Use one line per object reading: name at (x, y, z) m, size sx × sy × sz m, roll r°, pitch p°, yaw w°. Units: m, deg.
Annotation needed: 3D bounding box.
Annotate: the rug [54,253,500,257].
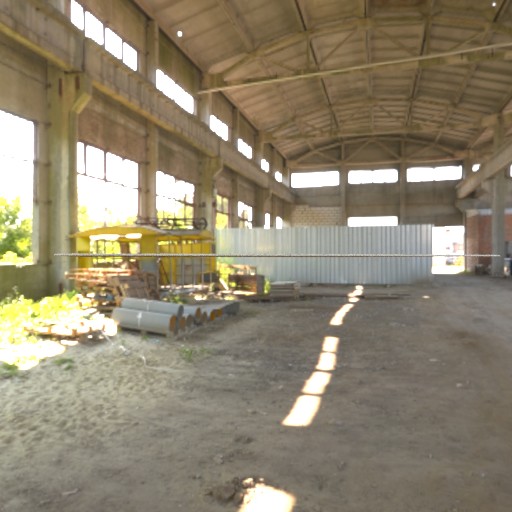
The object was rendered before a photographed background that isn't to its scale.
rug at (0.000, 0.000, 3.895) m, size 2.980 × 0.012 × 2.363 m, roll 0°, pitch 0°, yaw -18°
